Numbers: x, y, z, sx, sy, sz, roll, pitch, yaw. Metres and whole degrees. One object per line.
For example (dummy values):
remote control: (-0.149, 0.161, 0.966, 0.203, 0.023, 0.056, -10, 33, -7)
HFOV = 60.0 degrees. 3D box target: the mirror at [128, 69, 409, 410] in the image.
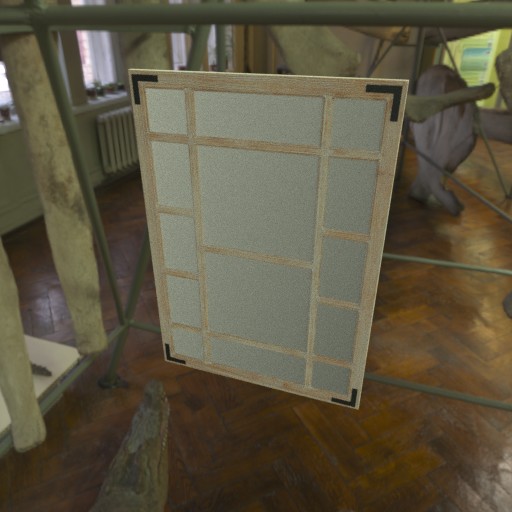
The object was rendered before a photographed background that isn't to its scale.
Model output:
mirror: (0.000, 0.000, 1.304, 0.705, 0.996, 0.025, 9, 30, 17)
